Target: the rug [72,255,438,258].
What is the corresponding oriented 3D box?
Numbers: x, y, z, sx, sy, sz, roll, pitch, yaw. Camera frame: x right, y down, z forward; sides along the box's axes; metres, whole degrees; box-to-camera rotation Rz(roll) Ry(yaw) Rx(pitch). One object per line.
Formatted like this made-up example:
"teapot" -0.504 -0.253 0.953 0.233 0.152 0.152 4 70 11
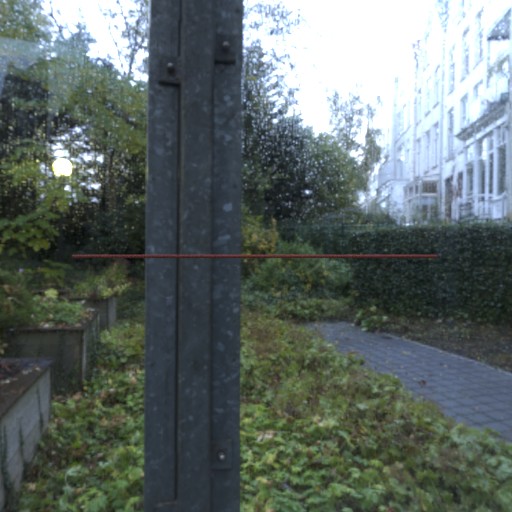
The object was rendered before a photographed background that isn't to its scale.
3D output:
"rug" 0.000 0.000 3.060 1.524 0.014 2.438 0 0 0
